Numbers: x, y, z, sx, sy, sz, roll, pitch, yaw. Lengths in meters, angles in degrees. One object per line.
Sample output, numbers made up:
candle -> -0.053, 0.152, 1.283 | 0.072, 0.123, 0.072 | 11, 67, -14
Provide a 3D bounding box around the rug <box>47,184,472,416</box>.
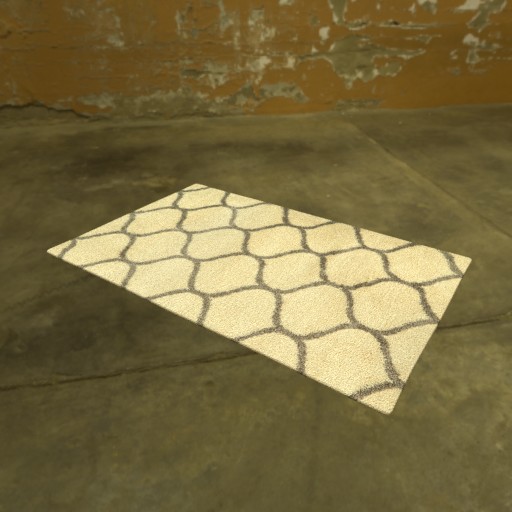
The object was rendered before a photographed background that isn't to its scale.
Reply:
rug -> 0.000, 0.000, 2.890 | 2.348, 0.024, 1.501 | 19, 35, 29
